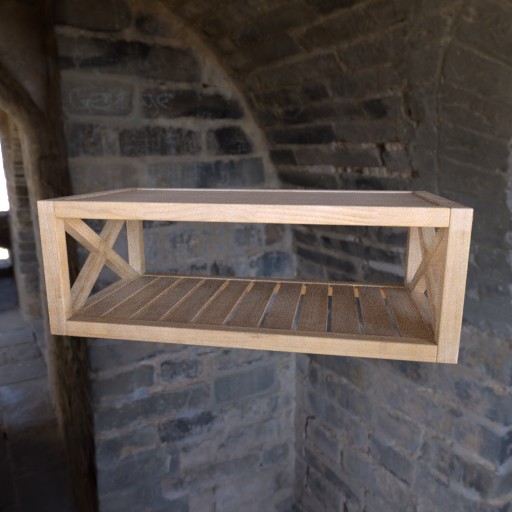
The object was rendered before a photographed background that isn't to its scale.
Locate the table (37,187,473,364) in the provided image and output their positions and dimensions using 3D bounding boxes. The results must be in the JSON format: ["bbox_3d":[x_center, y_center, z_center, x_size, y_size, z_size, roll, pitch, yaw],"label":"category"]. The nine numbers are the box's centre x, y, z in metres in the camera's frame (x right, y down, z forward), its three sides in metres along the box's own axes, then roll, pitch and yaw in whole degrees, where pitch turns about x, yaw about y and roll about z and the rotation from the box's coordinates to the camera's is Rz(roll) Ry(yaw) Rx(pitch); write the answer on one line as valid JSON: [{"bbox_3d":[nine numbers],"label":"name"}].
[{"bbox_3d":[0.000,0.000,1.672,1.321,0.457,0.660,2,13,10],"label":"table"}]
